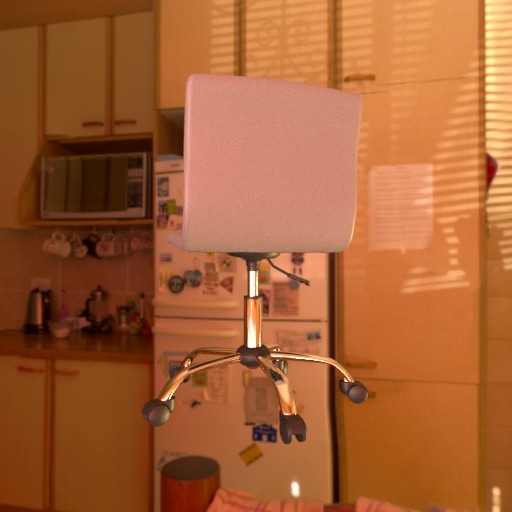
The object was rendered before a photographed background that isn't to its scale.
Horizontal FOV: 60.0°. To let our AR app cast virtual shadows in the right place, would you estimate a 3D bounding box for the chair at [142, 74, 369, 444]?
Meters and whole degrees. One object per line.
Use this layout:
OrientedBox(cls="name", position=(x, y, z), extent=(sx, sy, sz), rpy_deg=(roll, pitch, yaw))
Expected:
OrientedBox(cls="chair", position=(0.000, 0.000, 1.124), extent=(0.569, 0.750, 0.542), rpy_deg=(0, 0, -18))
